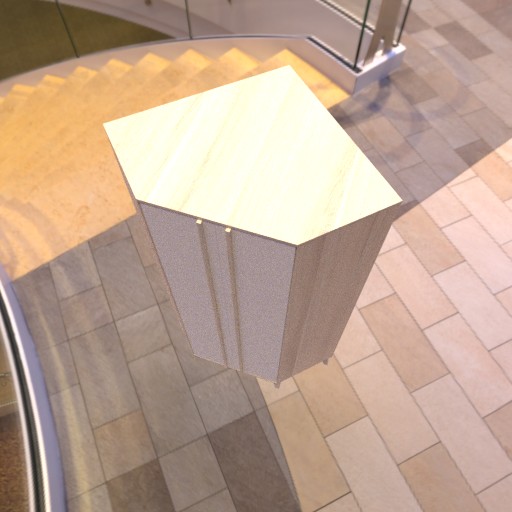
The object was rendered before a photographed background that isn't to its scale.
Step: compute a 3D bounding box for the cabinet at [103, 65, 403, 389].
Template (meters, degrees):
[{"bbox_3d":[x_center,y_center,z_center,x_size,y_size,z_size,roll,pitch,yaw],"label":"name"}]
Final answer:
[{"bbox_3d":[0.000,0.000,2.687,1.272,1.957,0.969,16,60,10],"label":"cabinet"}]
